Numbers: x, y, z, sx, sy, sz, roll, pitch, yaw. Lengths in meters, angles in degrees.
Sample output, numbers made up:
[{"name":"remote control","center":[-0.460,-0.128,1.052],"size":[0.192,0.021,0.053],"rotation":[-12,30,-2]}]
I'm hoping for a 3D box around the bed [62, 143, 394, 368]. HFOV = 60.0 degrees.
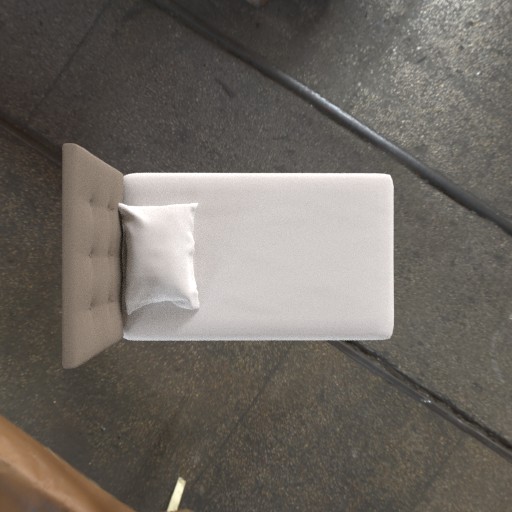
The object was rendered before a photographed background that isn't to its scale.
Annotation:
[{"name":"bed","center":[0.000,0.000,3.009],"size":[1.997,1.571,1.261],"rotation":[0,90,-1]}]
